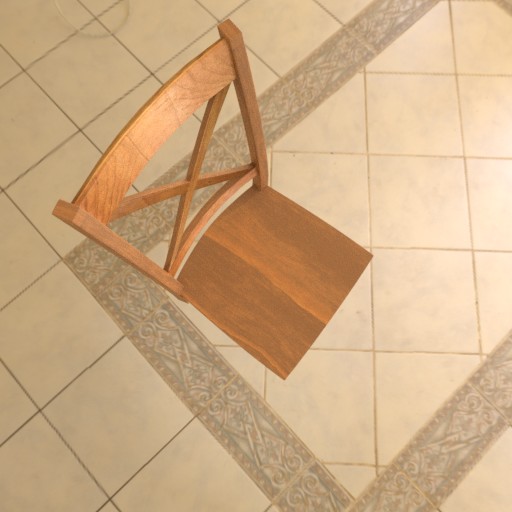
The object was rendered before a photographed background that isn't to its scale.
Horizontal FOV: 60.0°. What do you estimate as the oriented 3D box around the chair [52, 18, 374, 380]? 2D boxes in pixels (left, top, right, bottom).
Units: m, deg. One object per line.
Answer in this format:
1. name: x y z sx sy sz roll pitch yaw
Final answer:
1. chair: 0.000 0.000 1.231 0.542 0.983 0.485 36 79 8
